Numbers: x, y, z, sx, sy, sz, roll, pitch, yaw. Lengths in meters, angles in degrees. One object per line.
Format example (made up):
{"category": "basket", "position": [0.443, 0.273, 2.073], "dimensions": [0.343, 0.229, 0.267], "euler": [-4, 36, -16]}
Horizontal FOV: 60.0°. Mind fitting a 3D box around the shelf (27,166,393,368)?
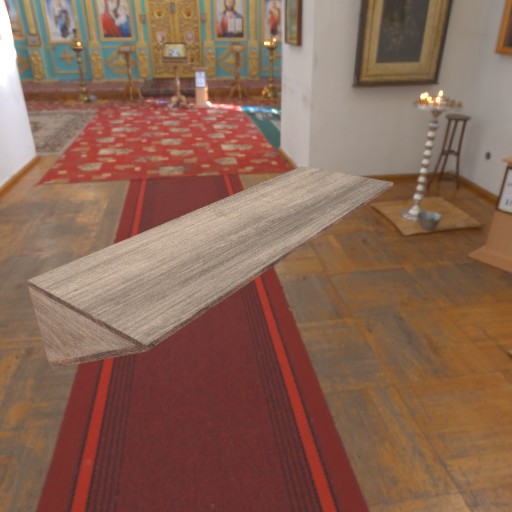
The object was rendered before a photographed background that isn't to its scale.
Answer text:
{"category": "shelf", "position": [0.000, 0.000, 0.699], "dimensions": [0.200, 0.125, 0.610], "euler": [18, 32, 32]}
